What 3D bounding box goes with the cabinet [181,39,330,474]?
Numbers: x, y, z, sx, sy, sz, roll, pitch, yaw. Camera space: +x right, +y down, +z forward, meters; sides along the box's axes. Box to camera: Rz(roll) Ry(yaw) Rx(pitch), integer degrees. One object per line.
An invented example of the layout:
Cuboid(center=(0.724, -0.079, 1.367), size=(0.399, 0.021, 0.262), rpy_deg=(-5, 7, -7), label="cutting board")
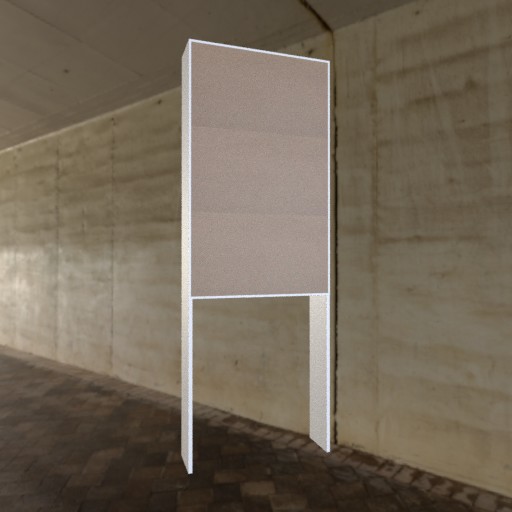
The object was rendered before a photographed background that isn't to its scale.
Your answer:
Cuboid(center=(0.000, 0.000, 1.996), size=(0.643, 1.770, 0.192), rpy_deg=(0, 0, -19), label="cabinet")
